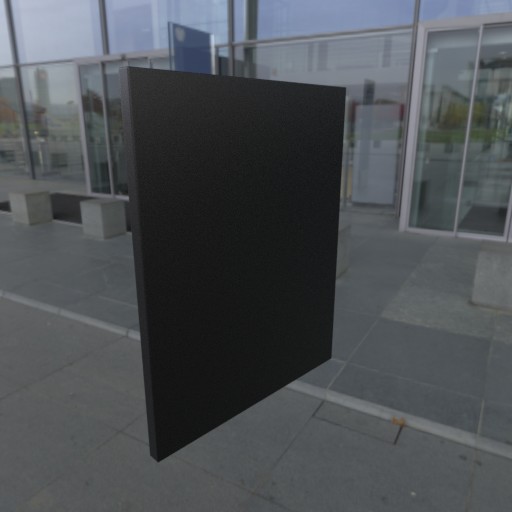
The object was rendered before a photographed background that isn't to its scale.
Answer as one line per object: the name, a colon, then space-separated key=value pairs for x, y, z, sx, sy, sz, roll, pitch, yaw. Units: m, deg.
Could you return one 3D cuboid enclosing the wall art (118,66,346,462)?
wall art: x=0.000 y=0.000 z=1.607 sx=0.950 sy=1.194 sz=0.053 roll=-16 pitch=23 yaw=-42
